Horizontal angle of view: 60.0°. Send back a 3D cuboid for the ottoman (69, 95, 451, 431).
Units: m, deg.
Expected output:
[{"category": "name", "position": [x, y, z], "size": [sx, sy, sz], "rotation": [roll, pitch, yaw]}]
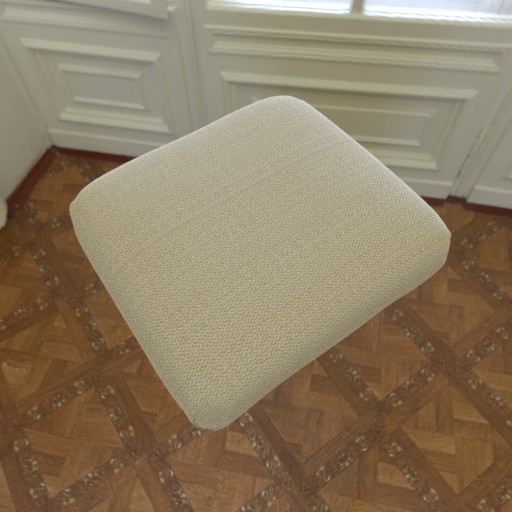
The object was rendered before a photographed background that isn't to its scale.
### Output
[{"category": "ottoman", "position": [0.000, 0.000, 1.097], "size": [0.684, 0.447, 0.622], "rotation": [-31, 62, -18]}]
